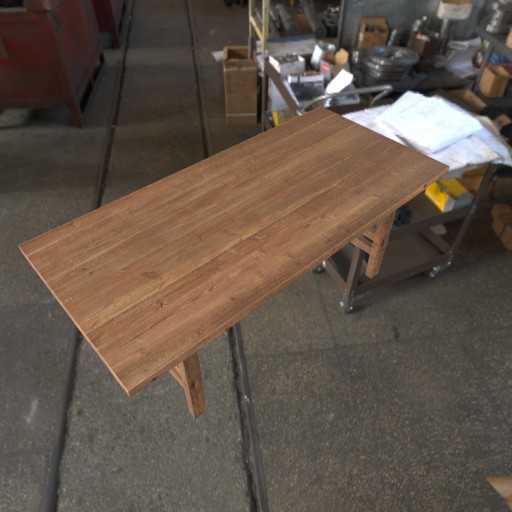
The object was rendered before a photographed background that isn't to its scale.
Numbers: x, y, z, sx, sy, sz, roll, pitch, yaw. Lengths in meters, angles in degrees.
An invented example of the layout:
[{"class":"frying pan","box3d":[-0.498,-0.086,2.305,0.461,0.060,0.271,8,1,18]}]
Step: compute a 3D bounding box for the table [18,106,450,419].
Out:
[{"class":"table","box3d":[0.000,0.000,2.471,2.003,0.760,0.952,-32,53,-28]}]
